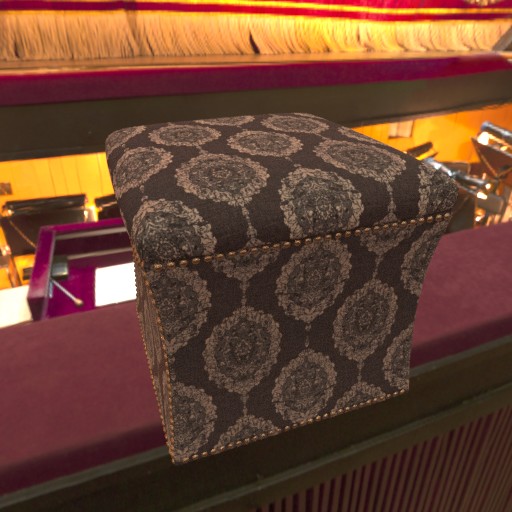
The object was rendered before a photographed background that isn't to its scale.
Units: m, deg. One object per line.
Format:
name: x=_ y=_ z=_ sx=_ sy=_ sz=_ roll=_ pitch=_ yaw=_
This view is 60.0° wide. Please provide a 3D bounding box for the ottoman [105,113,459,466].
ottoman: x=0.000 y=0.000 z=0.881 sx=0.497 sy=0.475 sz=0.507 roll=-10 pitch=31 yaw=-18
